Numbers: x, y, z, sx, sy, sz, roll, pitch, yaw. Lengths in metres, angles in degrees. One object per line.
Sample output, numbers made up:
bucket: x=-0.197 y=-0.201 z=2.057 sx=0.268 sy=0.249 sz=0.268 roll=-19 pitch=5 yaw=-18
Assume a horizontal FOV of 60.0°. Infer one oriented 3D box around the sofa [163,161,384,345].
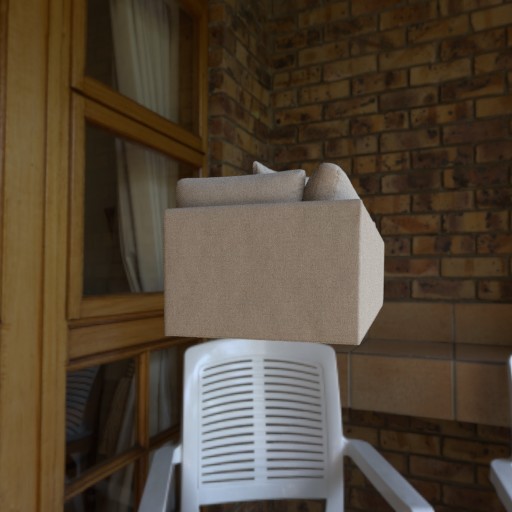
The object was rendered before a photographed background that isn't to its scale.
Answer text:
sofa: x=0.000 y=0.000 z=3.747 sx=1.994 sy=0.978 sz=2.896 roll=-1 pitch=-2 yaw=18
